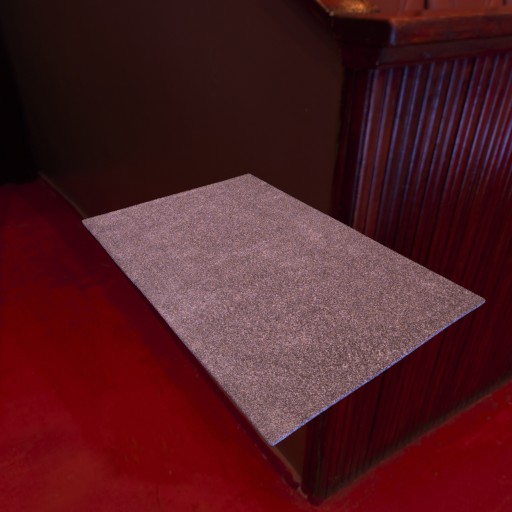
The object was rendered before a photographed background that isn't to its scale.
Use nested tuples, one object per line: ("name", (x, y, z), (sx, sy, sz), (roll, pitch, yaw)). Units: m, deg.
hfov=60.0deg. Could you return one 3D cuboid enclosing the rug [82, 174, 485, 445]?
("rug", (0.000, 0.000, 3.407), (1.802, 0.026, 2.699), (-22, 39, -30))
